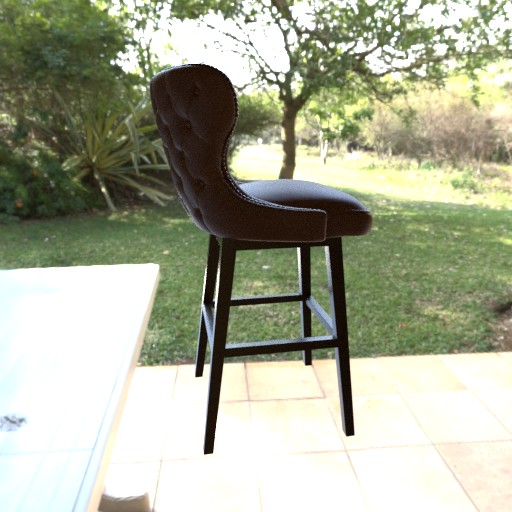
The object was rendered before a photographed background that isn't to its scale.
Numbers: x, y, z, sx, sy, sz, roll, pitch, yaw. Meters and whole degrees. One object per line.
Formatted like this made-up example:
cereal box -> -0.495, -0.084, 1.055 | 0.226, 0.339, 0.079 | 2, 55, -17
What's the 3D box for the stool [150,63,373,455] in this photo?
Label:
stool -> 0.000, 0.000, 1.436 | 0.606, 1.087, 0.591 | -3, 16, -10
